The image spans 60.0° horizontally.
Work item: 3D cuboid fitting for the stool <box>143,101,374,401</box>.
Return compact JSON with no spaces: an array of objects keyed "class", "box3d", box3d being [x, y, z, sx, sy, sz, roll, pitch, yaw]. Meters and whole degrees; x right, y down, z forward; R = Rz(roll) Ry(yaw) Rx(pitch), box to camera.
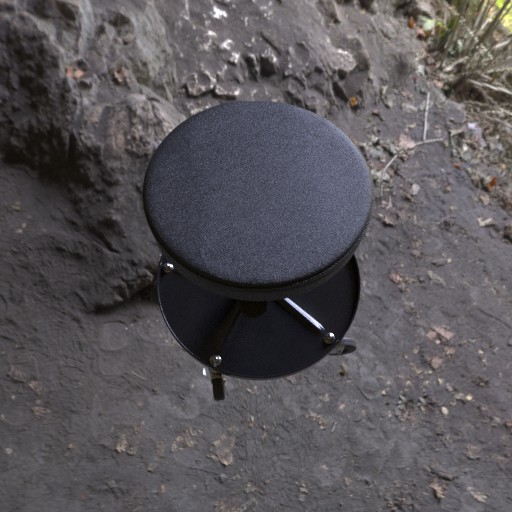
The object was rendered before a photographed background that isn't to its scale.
[{"class":"stool","box3d":[0.000,0.000,0.676,0.381,0.365,0.382,2,63,1]}]
